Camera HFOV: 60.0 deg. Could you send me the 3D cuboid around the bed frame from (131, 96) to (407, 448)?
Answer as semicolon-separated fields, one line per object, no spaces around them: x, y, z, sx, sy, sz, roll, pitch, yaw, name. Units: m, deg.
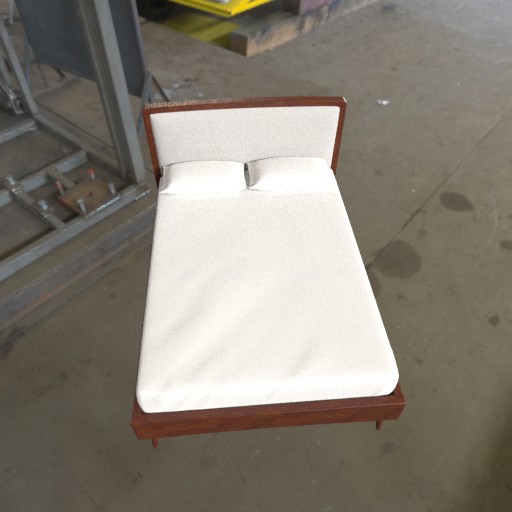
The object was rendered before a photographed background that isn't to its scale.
0.000;0.000;3.157;1.587;1.279;2.171;-3;47;-3;bed frame
